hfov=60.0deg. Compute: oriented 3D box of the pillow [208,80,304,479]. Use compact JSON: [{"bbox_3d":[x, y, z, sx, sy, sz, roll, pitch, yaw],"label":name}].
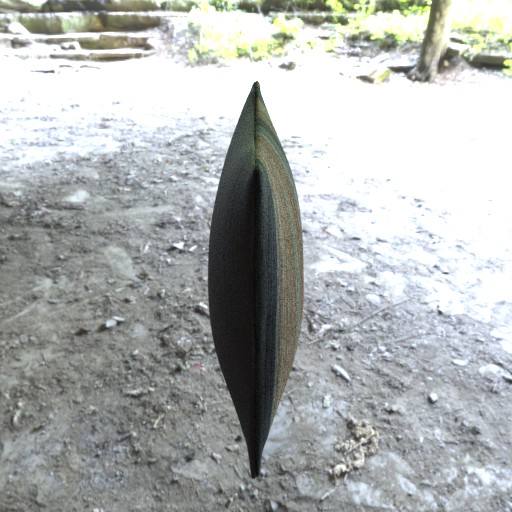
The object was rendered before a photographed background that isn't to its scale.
[{"bbox_3d":[0.000,0.000,0.648,0.136,0.419,0.437,0,31,0],"label":"pillow"}]
